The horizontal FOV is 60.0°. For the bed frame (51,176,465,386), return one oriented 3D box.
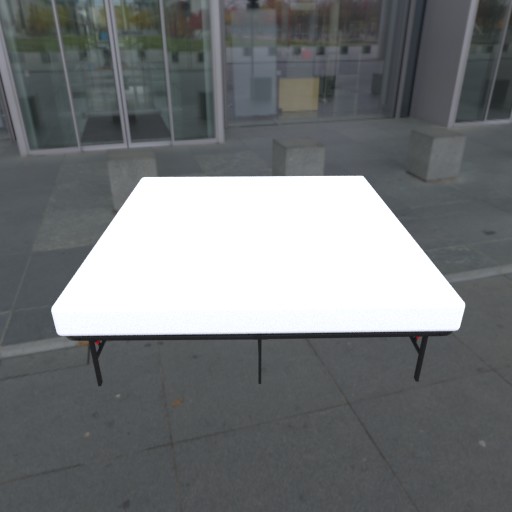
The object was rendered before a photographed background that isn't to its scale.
[{"bbox_3d":[0.000,0.000,3.062,1.935,0.525,2.033,-1,27,-1],"label":"bed frame"}]
